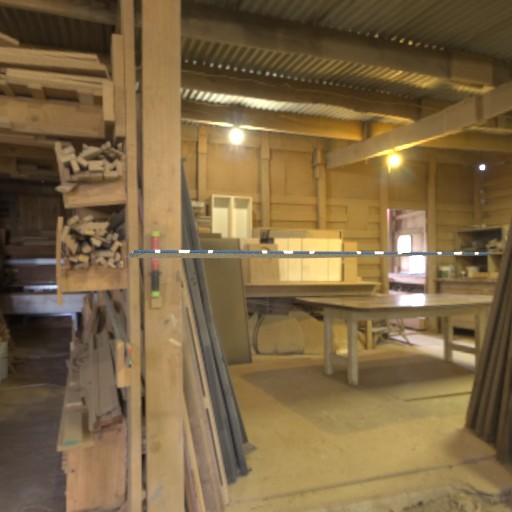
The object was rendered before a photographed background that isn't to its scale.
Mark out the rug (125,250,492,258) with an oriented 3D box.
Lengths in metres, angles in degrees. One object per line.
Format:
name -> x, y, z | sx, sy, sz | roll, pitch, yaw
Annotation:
rug -> 0.000, 0.000, 2.742 | 1.524, 0.010, 2.134 | 0, -1, -17
